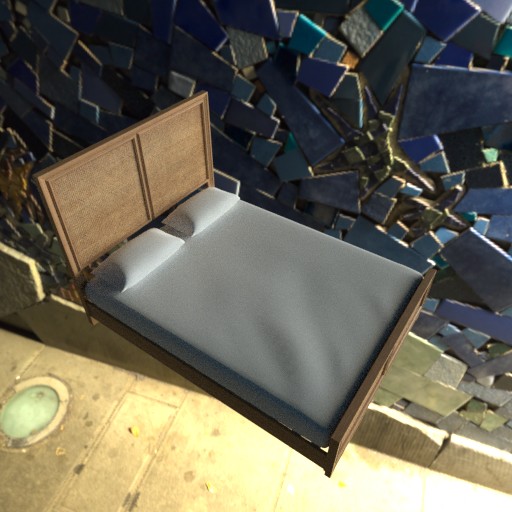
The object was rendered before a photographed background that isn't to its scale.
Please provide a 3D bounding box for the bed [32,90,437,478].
[{"bbox_3d":[0.000,0.000,3.175,2.184,1.387,1.606,25,47,25],"label":"bed"}]
